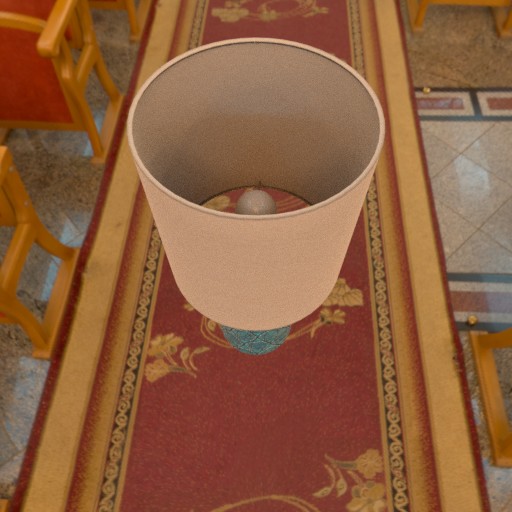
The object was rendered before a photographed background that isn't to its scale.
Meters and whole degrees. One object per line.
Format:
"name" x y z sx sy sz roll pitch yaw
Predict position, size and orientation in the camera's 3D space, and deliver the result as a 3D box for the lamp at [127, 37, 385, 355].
"lamp" 0.000 0.000 0.738 0.278 0.597 0.278 3 59 2
